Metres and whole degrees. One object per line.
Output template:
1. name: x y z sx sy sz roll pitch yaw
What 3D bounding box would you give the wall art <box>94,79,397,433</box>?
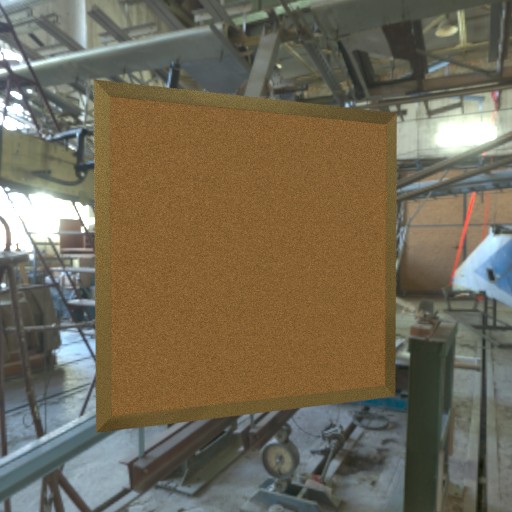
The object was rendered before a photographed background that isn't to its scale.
1. wall art: 0.000 0.000 0.447 0.304 0.305 0.038 0 1 -18
